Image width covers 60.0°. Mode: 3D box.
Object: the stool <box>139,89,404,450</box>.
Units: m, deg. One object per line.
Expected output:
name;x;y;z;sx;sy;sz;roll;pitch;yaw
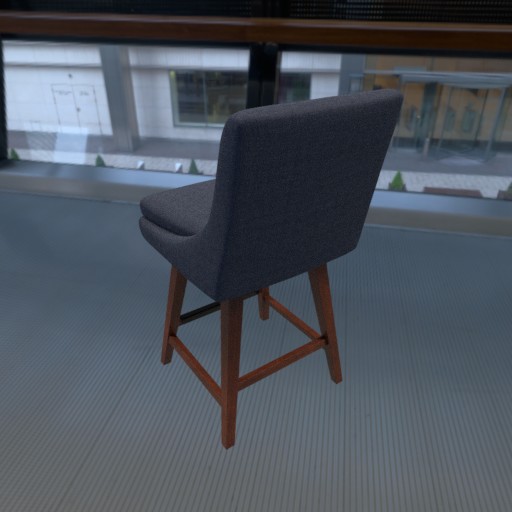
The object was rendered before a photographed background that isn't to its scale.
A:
stool;0.000;0.000;1.209;0.467;0.895;0.524;-19;35;-30
